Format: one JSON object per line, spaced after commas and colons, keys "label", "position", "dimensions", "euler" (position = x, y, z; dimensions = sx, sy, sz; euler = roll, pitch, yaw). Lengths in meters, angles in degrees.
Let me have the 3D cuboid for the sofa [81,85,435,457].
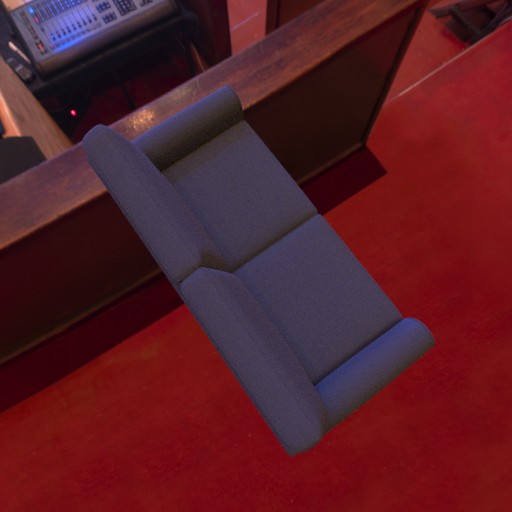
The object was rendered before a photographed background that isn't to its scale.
{"label": "sofa", "position": [0.000, 0.000, 2.528], "dimensions": [0.940, 1.020, 1.930], "euler": [-35, 78, -9]}
